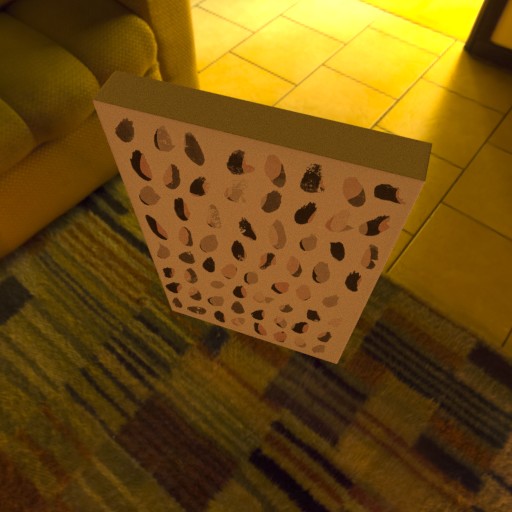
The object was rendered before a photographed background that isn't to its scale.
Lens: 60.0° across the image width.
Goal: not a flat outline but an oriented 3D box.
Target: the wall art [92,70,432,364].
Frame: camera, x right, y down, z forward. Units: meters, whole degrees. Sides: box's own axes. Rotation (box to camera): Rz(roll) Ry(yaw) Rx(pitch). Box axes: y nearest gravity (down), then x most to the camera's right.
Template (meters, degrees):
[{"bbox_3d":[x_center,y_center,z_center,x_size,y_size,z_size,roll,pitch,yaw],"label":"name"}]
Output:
[{"bbox_3d":[0.000,0.000,0.489,0.252,0.381,0.039,16,60,10],"label":"wall art"}]
